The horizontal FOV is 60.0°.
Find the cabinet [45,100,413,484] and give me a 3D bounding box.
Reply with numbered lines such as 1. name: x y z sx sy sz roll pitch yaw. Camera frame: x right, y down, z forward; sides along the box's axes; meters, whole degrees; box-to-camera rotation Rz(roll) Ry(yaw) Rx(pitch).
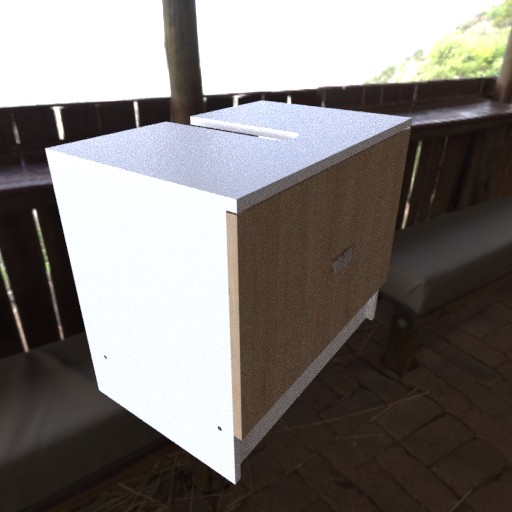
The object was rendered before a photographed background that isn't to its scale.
1. cabinet: 0.000 0.000 0.942 0.400 0.522 0.600 19 33 31
